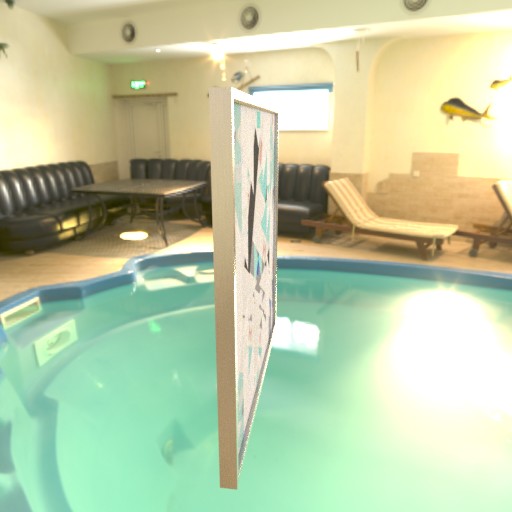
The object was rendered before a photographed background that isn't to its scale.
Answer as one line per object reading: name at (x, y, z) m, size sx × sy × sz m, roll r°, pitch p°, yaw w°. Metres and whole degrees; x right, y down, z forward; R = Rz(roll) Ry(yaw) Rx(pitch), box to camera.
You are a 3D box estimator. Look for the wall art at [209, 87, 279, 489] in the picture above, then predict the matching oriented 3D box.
wall art at (0.000, 0.000, 1.221) m, size 0.038 × 0.806 × 0.806 m, roll 2°, pitch 16°, yaw 8°
